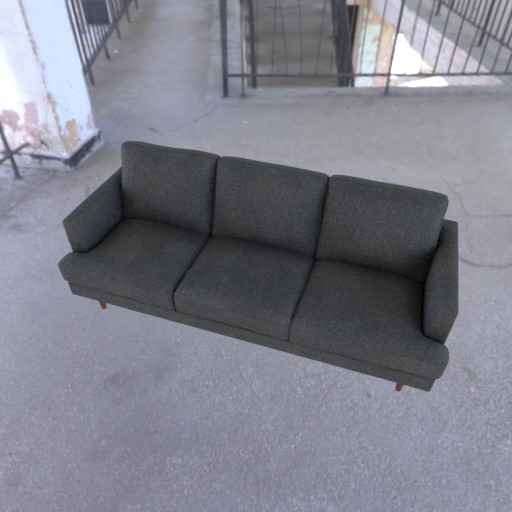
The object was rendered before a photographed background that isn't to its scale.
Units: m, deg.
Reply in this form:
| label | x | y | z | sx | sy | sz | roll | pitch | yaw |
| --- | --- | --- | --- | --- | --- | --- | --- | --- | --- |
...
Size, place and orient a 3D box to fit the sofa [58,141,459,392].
| label | x | y | z | sx | sy | sz | roll | pitch | yaw |
| --- | --- | --- | --- | --- | --- | --- | --- | --- | --- |
| sofa | 0.000 | 0.000 | 2.682 | 2.246 | 0.930 | 0.903 | 13 | 43 | 14 |
